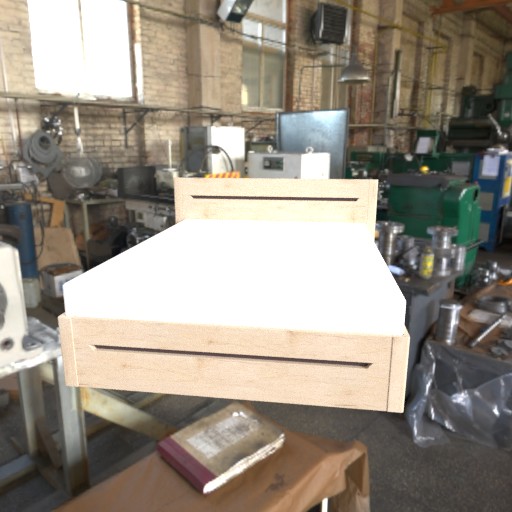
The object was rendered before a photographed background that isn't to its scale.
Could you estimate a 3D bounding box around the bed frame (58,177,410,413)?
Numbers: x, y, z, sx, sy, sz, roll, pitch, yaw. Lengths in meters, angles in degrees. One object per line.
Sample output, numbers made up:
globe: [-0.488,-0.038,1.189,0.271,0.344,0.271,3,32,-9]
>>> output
bed frame: [0.000,0.000,3.010,1.800,0.900,2.080,2,14,8]
